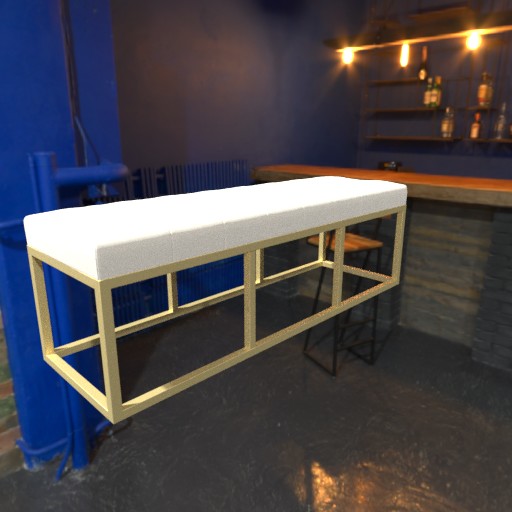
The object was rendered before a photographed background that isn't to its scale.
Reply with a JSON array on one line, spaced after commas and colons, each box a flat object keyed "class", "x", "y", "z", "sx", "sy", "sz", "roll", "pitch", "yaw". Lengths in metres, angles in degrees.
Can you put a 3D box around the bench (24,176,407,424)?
[{"class": "bench", "x": 0.000, "y": 0.000, "z": 1.697, "sx": 0.457, "sy": 0.484, "sz": 1.473, "roll": 16, "pitch": 22, "yaw": 43}]
